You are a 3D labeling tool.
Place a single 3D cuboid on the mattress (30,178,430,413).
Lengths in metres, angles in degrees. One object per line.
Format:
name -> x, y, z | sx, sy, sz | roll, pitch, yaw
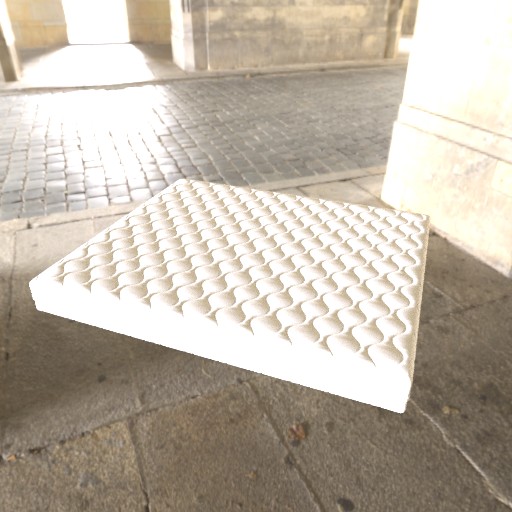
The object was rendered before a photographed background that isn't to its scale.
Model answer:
mattress -> 0.000, 0.000, 2.658 | 1.900, 0.200, 1.600 | 11, 33, 18
